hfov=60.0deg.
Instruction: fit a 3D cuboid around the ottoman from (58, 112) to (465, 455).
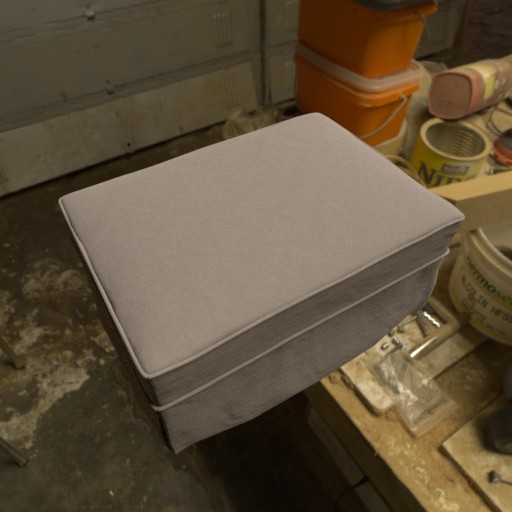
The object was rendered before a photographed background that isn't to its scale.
[{"bbox_3d":[0.000,0.000,1.326,0.944,0.479,0.703,-24,52,-21],"label":"ottoman"}]
